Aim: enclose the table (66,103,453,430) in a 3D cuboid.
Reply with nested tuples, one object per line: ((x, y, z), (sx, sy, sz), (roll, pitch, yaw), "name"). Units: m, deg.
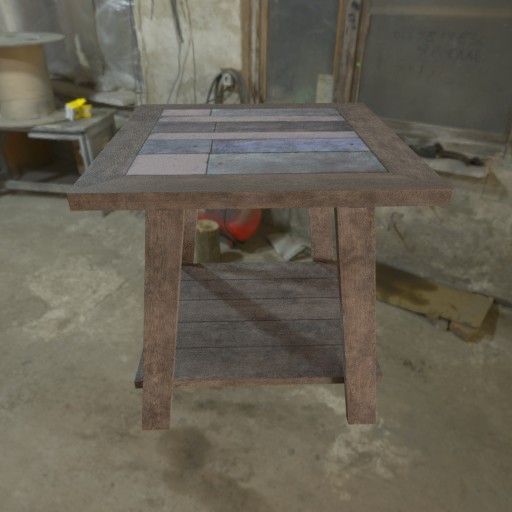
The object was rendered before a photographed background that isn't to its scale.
((0.000, 0.000, 1.115), (0.610, 0.610, 0.610), (-1, 31, -2), "table")
